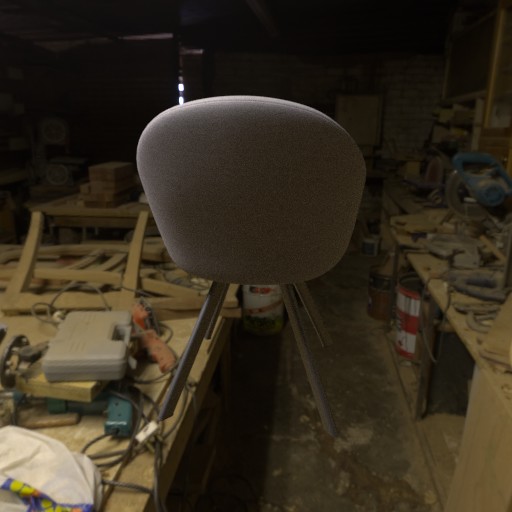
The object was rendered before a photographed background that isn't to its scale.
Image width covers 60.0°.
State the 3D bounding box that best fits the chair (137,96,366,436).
[{"bbox_3d":[0.000,0.000,1.182,0.540,0.780,0.570,2,17,7],"label":"chair"}]
